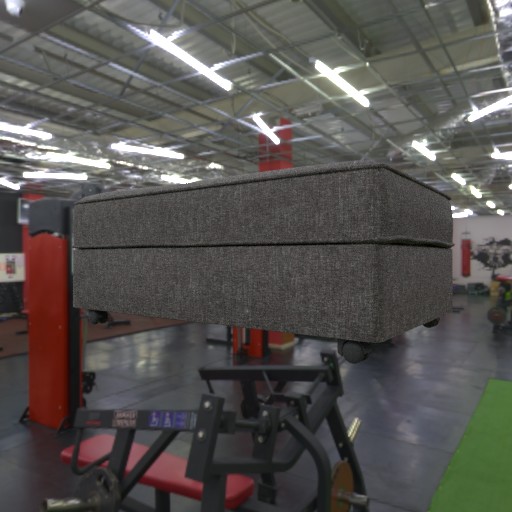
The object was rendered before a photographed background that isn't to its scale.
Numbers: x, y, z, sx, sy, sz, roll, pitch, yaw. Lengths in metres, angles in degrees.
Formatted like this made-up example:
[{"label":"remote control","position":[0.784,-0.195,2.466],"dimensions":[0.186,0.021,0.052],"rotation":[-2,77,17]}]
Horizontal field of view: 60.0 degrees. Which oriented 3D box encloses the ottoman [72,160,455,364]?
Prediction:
[{"label":"ottoman","position":[0.000,0.000,1.558],"dimensions":[1.184,0.487,0.717],"rotation":[0,0,36]}]
